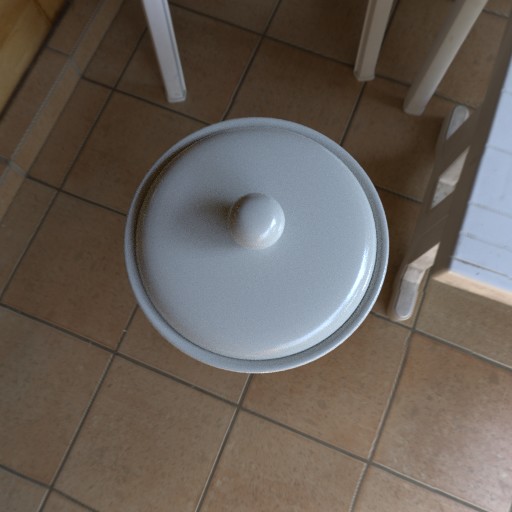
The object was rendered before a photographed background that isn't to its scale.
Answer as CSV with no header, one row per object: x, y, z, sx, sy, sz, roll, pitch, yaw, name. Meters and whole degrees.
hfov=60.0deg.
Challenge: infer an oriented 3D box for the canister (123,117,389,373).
0.000,0.000,0.360,0.182,0.208,0.182,0,76,0,canister
